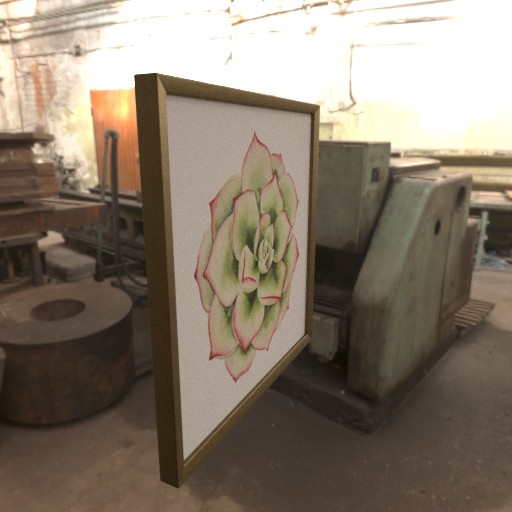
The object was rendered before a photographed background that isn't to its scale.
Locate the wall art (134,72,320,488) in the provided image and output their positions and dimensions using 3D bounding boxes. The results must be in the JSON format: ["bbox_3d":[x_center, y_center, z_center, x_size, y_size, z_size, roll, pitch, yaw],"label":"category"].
[{"bbox_3d":[0.000,0.000,0.736,0.031,0.506,0.503,7,17,26],"label":"wall art"}]
